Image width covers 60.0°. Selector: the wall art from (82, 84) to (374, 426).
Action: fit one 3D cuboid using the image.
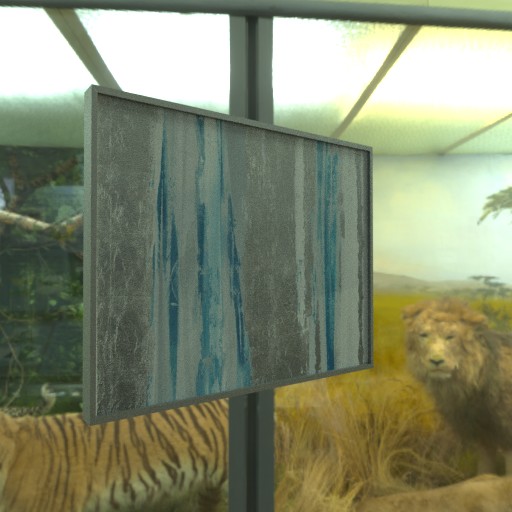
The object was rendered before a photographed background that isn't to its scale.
[{"bbox_3d":[0.000,0.000,0.758,0.557,0.450,0.037,1,-1,-35],"label":"wall art"}]
